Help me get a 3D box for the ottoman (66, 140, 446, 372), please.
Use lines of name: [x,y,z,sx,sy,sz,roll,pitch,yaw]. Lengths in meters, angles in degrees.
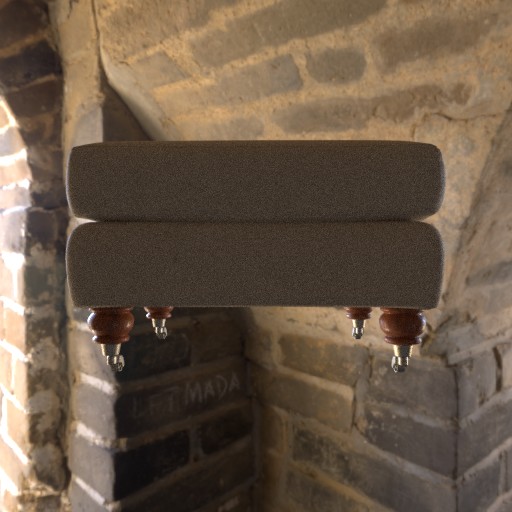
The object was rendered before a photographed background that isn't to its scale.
ottoman: [0.000,0.000,1.134,0.773,0.504,0.569,0,-1,1]
